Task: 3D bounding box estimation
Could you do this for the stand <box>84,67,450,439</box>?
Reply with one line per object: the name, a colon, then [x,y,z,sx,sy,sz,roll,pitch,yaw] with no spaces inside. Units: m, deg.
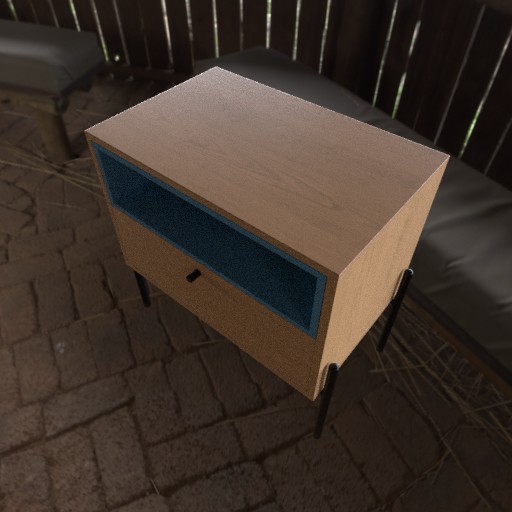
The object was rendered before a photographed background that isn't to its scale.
stand: [0.000,0.000,1.045,0.630,0.600,0.400,31,54,26]
